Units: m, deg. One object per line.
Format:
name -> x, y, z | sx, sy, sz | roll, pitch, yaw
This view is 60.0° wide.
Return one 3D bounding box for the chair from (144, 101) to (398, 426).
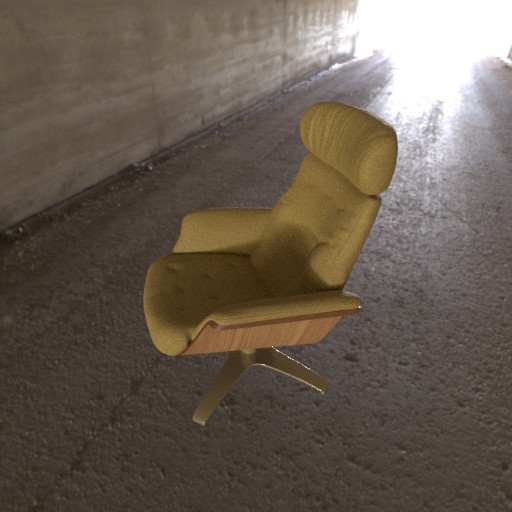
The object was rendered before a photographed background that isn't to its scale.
chair -> 0.000, 0.000, 1.617 | 0.837, 0.995, 0.785 | -8, 31, -13
